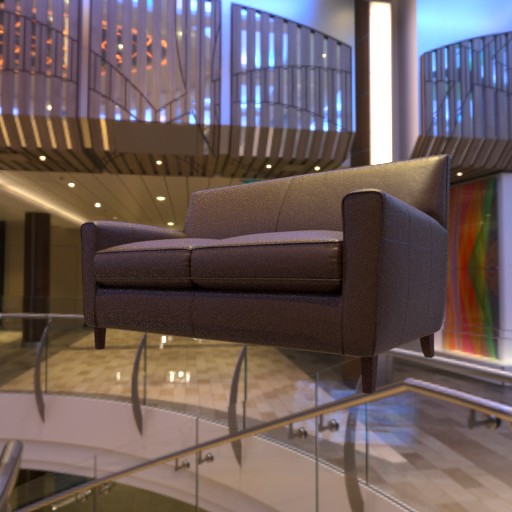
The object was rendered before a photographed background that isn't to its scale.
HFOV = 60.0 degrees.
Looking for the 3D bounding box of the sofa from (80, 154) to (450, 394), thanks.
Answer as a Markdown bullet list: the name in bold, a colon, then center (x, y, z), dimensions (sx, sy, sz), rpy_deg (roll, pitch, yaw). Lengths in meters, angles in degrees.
- **sofa**: center (0.000, 0.000, 1.978), dimensions (1.468, 0.859, 0.853), rpy_deg (-2, -3, 35)
